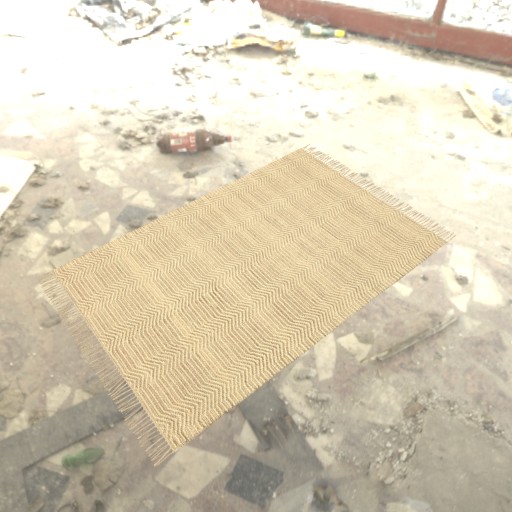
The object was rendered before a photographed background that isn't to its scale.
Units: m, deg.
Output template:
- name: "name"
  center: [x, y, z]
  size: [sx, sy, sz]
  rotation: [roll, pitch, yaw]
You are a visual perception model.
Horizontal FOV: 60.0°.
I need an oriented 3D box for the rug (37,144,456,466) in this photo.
- name: "rug"
  center: [0.000, 0.000, 2.447]
  size: [2.021, 0.027, 1.224]
  rotation: [-31, 54, -26]
